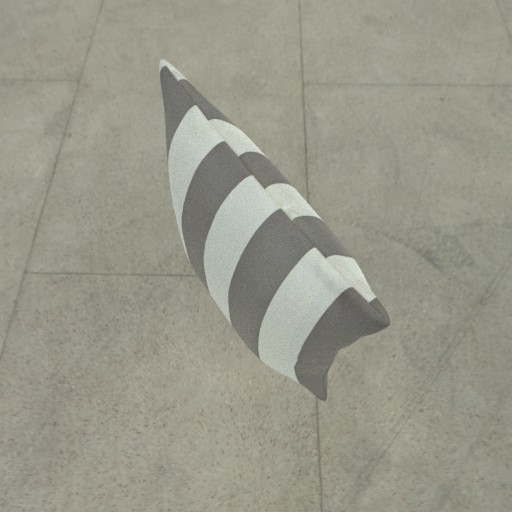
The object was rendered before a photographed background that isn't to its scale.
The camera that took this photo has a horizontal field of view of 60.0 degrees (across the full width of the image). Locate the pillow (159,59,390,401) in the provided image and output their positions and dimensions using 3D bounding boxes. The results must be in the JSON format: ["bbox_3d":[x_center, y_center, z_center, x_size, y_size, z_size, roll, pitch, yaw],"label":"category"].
[{"bbox_3d":[0.000,0.000,0.806,0.192,0.507,0.522,-31,67,-15],"label":"pillow"}]
